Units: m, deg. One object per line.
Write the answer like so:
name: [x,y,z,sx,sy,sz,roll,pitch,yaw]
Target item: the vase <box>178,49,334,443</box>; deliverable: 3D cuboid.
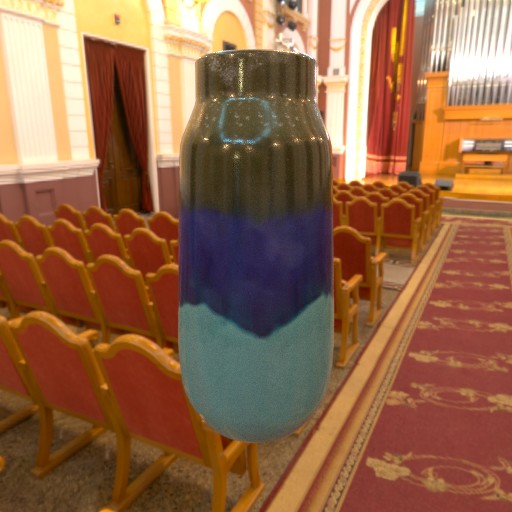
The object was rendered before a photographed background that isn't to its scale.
vase: [0.000,0.000,0.381,0.139,0.313,0.139,0,15,0]
